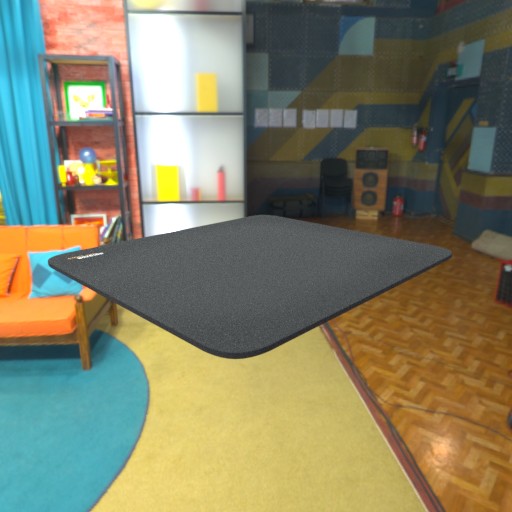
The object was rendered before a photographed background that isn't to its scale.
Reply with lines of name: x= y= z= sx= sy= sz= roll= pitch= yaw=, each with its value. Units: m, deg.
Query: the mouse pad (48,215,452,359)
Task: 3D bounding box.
mouse pad: x=0.000 y=0.000 z=0.321 sx=0.203 sy=0.003 sz=0.229 roll=16 pitch=23 yaw=42
